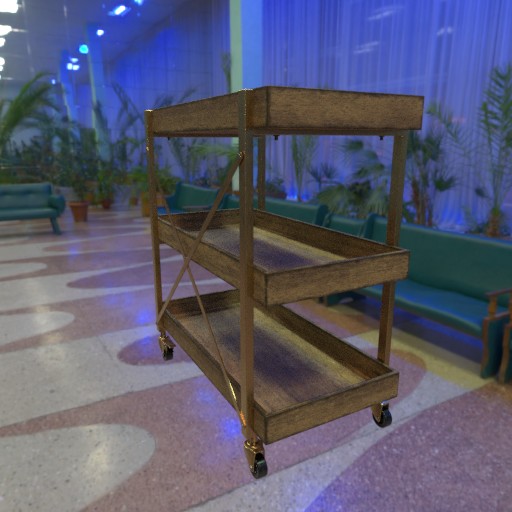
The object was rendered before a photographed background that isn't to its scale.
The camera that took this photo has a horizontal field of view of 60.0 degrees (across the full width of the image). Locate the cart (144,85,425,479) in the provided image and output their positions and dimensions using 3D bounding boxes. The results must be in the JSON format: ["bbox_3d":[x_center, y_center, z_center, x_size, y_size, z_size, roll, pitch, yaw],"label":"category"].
[{"bbox_3d":[0.000,0.000,1.234,0.416,0.799,0.750,-8,17,-28],"label":"cart"}]
